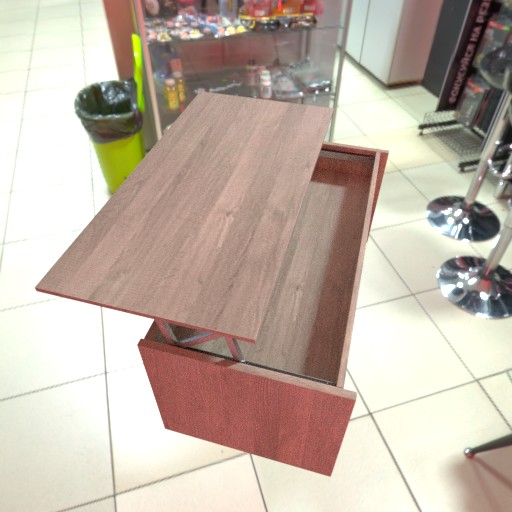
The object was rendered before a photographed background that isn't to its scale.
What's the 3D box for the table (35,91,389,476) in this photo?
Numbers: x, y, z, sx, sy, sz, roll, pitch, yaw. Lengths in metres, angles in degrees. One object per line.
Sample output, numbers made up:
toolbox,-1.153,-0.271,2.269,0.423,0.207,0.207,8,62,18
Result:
table,0.000,0.000,1.430,0.712,0.570,1.000,11,46,11
